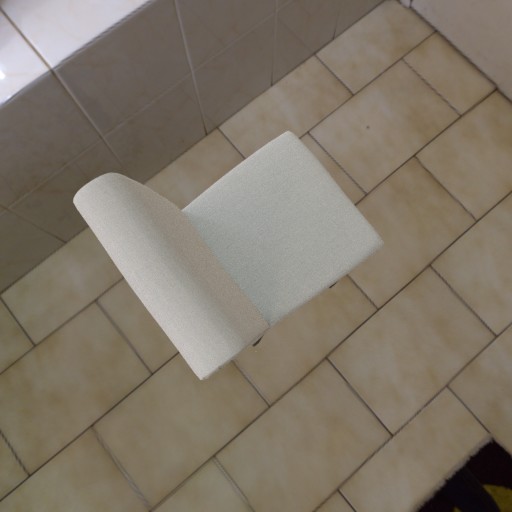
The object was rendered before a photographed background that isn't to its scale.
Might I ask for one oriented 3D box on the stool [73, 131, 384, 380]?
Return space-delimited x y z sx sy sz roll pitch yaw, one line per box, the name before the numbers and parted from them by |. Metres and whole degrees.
stool | 0.000 0.000 1.412 0.597 1.124 0.452 -37 80 -7
